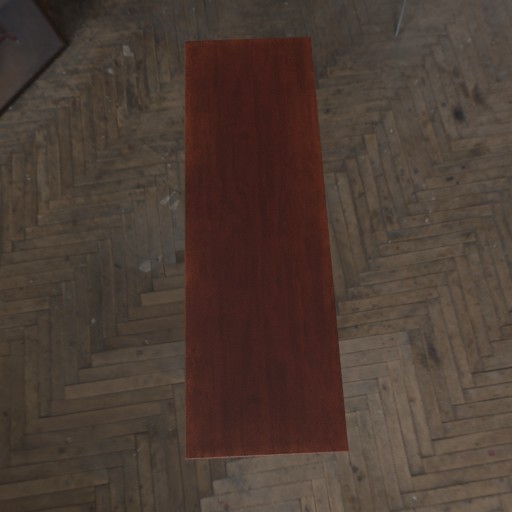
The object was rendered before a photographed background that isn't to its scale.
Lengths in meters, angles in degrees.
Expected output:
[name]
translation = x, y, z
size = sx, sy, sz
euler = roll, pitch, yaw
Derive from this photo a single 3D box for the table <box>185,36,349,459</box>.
[table]
translation = 0.000, 0.000, 1.564
size = 0.392, 0.739, 1.188
euler = -2, 75, -1
